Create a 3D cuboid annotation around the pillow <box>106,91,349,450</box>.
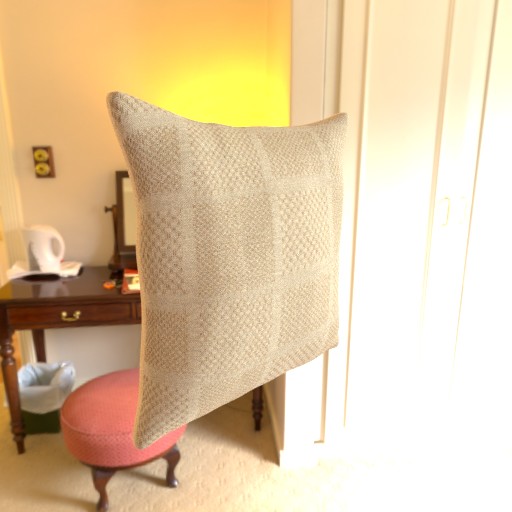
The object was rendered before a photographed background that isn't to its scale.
[{"bbox_3d":[0.000,0.000,0.663,0.436,0.432,0.138,-13,19,-43],"label":"pillow"}]
